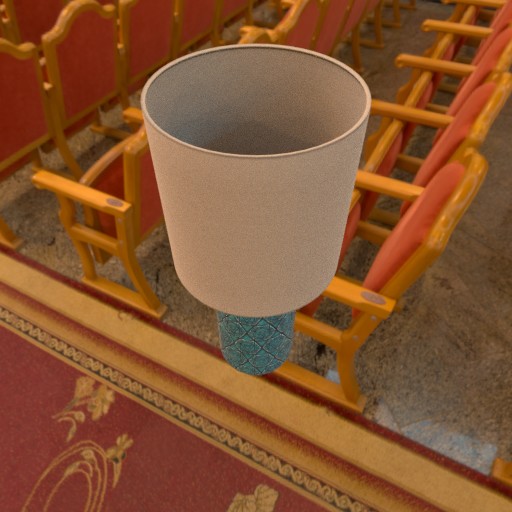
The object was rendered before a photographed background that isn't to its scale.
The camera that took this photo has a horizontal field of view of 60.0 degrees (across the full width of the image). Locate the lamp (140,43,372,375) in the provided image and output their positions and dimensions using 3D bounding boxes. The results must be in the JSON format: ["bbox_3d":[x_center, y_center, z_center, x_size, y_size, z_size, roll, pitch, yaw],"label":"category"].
[{"bbox_3d":[0.000,0.000,0.761,0.278,0.597,0.278,22,51,19],"label":"lamp"}]
